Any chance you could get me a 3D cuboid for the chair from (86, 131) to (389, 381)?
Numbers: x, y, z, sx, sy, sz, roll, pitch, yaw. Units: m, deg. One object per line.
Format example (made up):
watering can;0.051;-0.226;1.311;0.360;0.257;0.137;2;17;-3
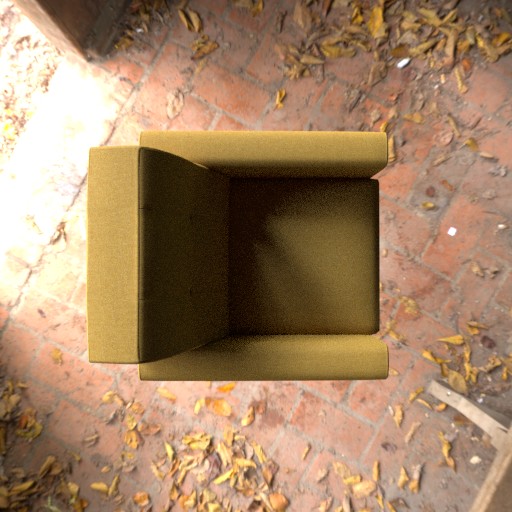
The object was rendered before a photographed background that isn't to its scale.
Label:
chair;0.000;0.000;1.570;0.909;0.841;0.831;0;89;0
